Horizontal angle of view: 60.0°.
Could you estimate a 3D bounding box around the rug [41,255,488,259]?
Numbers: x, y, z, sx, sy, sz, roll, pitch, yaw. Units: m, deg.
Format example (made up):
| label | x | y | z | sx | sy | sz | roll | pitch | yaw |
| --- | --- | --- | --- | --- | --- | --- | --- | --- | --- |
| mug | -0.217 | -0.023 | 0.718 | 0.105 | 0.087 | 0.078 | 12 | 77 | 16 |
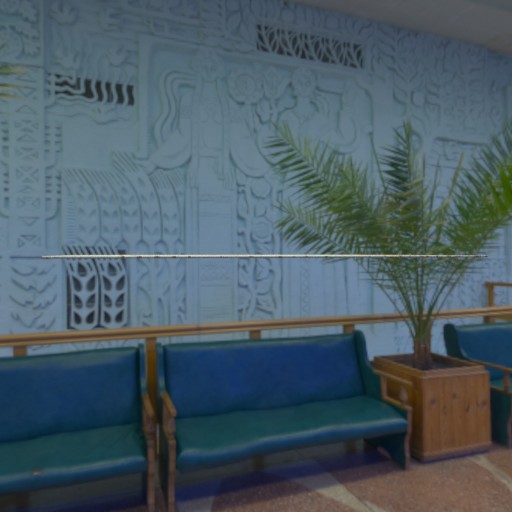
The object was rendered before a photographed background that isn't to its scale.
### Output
| label | x | y | z | sx | sy | sz | roll | pitch | yaw |
| --- | --- | --- | --- | --- | --- | --- | --- | --- | --- |
| rug | 0.000 | 0.000 | 2.991 | 2.435 | 0.011 | 1.517 | 0 | 0 | -18 |
